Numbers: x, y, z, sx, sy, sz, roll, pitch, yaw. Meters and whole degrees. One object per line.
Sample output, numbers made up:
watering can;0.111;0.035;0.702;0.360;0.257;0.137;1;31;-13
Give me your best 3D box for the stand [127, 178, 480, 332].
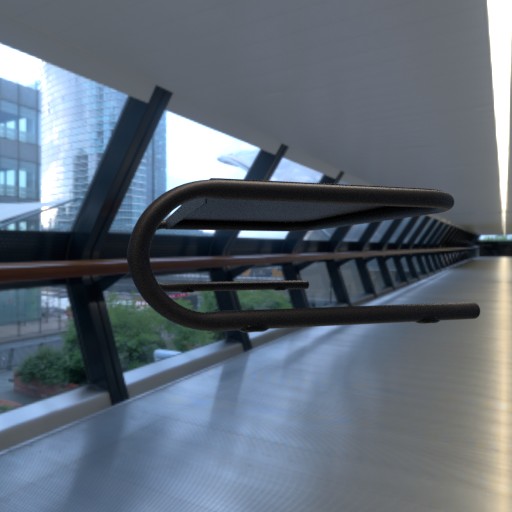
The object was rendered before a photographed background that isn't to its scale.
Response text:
stand;0.000;0.000;0.501;0.280;0.108;0.370;0;0;-16
